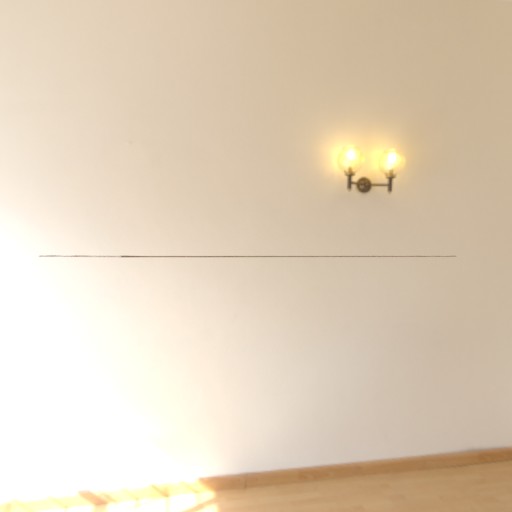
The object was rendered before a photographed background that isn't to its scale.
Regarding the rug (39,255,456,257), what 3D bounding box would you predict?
[{"bbox_3d":[0.000,0.000,3.039,2.440,0.012,1.522,0,0,-37],"label":"rug"}]
